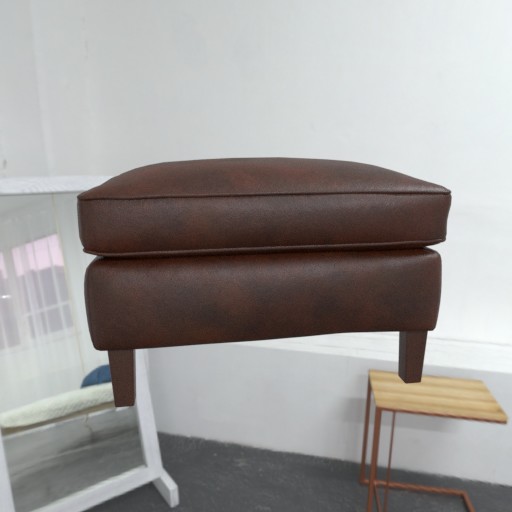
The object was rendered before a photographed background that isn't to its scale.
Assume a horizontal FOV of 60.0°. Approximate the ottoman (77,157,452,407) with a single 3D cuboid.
[{"bbox_3d":[0.000,0.000,0.995,0.665,0.432,0.501,-2,14,-8],"label":"ottoman"}]
